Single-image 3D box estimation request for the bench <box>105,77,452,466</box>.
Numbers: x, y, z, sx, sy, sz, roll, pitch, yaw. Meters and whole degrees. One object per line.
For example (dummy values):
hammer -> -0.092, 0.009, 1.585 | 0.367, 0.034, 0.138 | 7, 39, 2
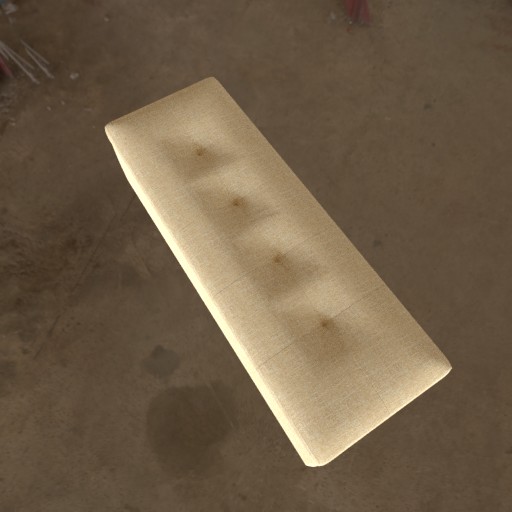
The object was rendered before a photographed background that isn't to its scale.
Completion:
bench -> 0.000, 0.000, 1.451 | 0.432, 0.406, 1.219 | -30, 68, -13
